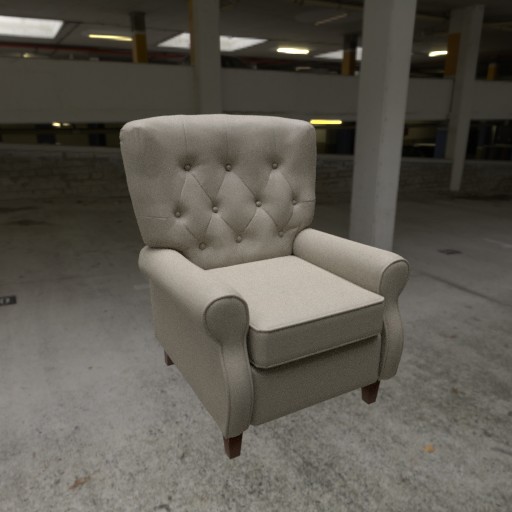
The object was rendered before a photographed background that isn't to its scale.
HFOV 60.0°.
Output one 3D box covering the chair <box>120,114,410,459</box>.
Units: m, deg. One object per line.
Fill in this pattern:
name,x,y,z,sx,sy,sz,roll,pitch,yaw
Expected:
chair,0.000,0.000,1.901,0.943,1.158,1.059,-9,20,-27
